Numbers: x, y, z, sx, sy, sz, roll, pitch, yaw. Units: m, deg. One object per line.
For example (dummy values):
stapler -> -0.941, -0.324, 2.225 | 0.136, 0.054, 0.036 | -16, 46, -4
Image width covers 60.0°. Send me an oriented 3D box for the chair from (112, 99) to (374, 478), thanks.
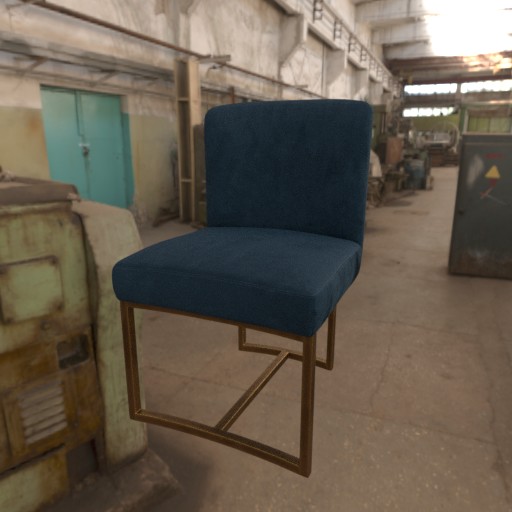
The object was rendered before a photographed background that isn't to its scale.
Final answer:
chair -> 0.000, 0.000, 1.188 | 0.530, 0.824, 0.560 | 7, 16, 24
